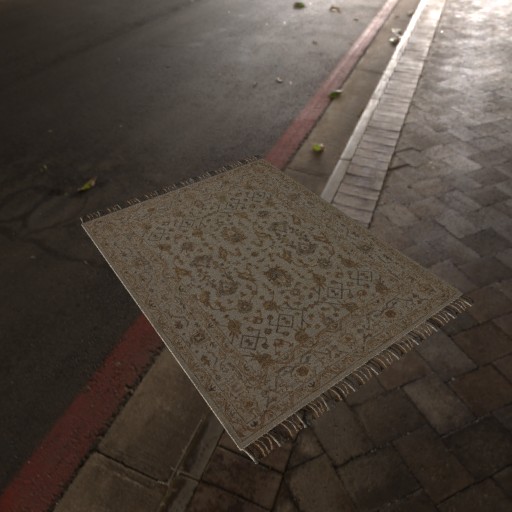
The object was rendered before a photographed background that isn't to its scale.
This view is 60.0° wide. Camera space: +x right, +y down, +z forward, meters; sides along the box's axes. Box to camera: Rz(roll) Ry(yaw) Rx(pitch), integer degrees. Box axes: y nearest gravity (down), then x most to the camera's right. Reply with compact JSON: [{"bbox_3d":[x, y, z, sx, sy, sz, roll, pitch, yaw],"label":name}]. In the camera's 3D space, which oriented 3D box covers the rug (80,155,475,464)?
[{"bbox_3d":[0.000,0.000,2.294,1.278,0.009,1.726,-26,47,-26],"label":"rug"}]
